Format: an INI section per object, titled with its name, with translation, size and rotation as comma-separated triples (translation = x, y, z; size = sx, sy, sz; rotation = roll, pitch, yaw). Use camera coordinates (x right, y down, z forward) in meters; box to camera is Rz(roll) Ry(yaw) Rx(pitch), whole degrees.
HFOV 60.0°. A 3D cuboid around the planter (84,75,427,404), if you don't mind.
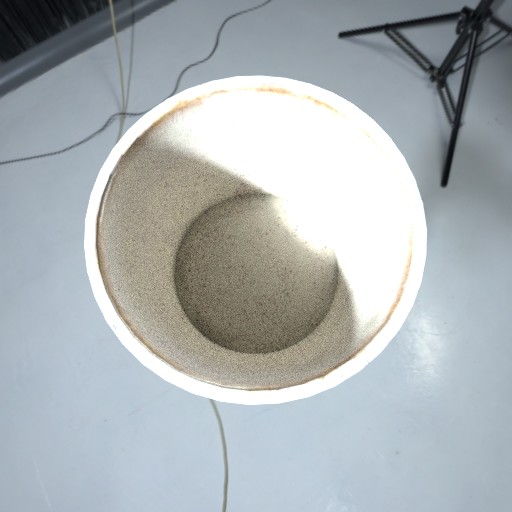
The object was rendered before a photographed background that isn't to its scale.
[planter]
translation = 0.000, 0.000, 0.310
size = 0.186, 0.144, 0.186
rotation = 0, 76, 0
